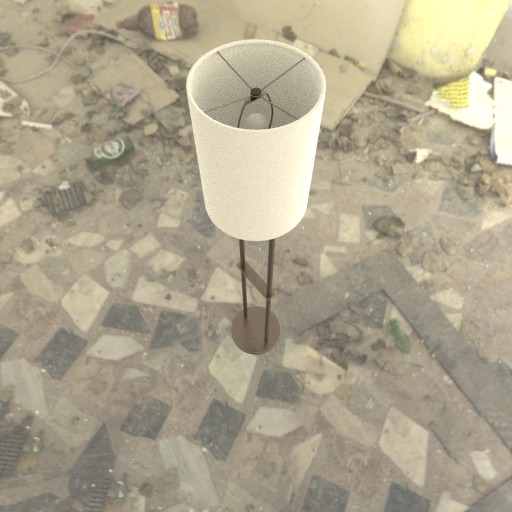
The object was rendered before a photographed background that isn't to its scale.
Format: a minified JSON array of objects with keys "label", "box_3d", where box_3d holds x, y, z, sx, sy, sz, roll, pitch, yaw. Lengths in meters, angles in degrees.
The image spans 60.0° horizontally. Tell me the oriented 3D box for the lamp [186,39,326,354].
[{"label":"lamp","box_3d":[0.000,0.000,1.616,0.305,1.500,0.306,-35,65,-18]}]
